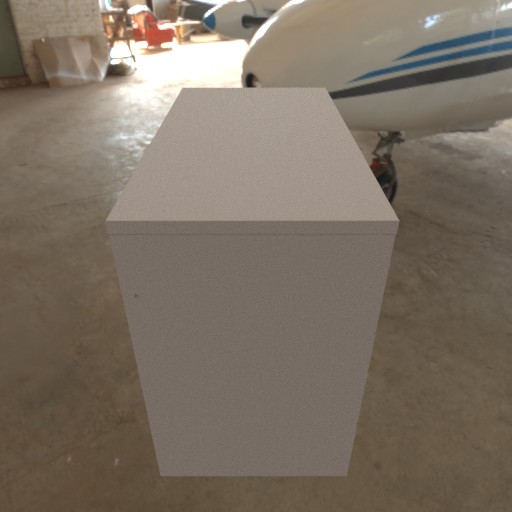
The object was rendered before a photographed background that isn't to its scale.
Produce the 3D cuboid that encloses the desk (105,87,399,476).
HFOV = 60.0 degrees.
[{"bbox_3d":[0.000,0.000,1.281,0.482,0.730,0.898,0,34,0],"label":"desk"}]
